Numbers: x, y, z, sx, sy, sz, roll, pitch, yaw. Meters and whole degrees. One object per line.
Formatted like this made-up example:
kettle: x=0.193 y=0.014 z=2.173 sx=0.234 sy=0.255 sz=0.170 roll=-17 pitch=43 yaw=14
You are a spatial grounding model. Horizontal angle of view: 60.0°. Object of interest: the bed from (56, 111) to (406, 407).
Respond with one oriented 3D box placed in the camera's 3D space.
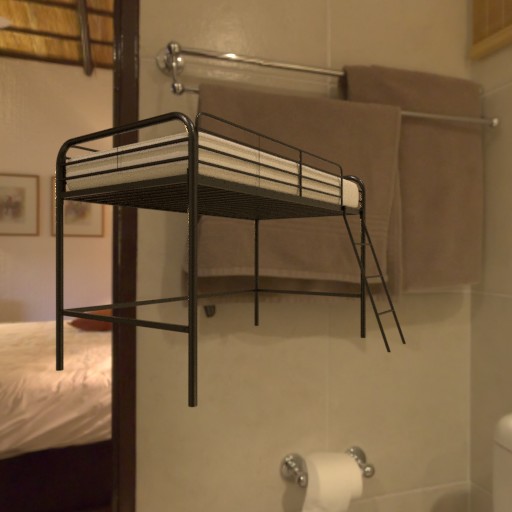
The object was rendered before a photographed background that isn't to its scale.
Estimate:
bed: x=0.000 y=0.000 z=2.896 sx=1.393 sy=1.289 sz=1.968 roll=0 pitch=0 yaw=35
